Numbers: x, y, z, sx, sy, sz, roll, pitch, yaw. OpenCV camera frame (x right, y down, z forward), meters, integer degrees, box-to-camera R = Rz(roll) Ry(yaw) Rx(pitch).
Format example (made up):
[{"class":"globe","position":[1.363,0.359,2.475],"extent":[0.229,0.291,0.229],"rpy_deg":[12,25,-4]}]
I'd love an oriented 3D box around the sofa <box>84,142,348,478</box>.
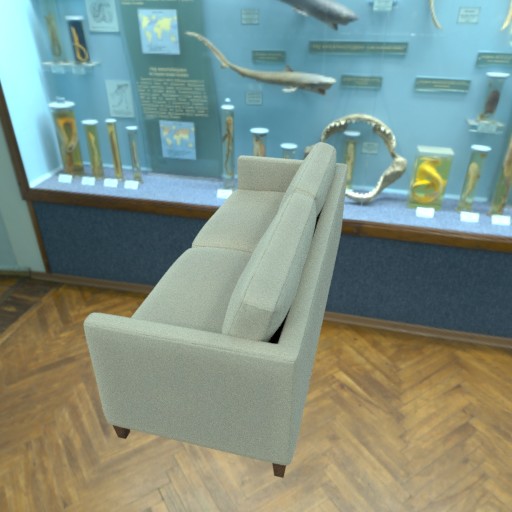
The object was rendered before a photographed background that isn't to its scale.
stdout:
[{"class":"sofa","position":[0.000,0.000,2.862],"extent":[0.951,0.968,2.361],"rpy_deg":[8,31,13]}]
